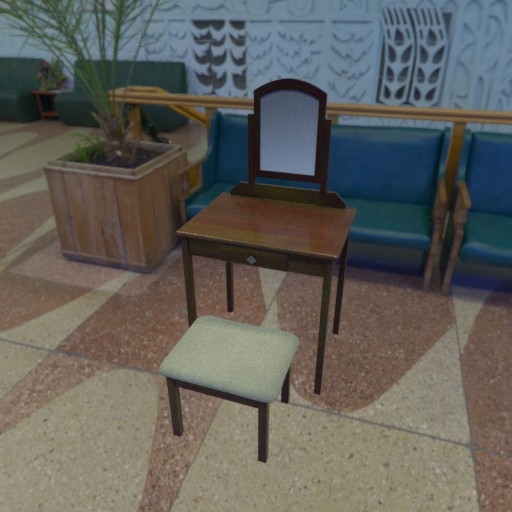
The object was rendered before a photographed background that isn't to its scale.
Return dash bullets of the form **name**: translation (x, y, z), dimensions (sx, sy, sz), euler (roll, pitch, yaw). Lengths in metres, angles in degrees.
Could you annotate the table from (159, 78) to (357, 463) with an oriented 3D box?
- **table**: translation (0.000, 0.000, 2.340), dimensions (0.876, 1.631, 1.211), euler (9, 30, 17)
